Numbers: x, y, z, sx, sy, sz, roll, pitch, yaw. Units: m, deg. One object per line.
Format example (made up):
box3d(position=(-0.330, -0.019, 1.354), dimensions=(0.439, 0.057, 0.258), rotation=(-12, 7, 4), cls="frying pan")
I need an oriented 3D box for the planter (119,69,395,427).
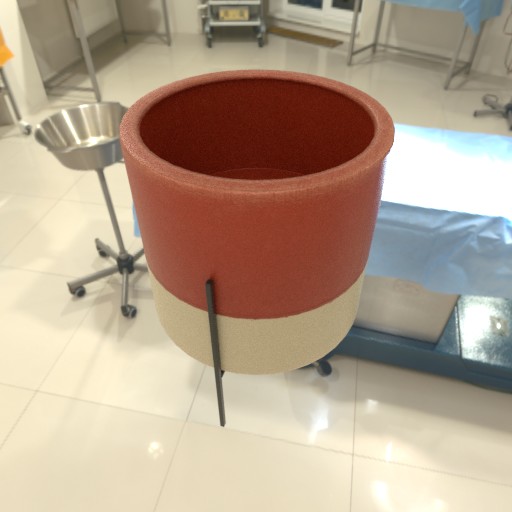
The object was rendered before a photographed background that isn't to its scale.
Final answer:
box3d(position=(0.000, 0.000, 0.710), dimensions=(0.345, 0.465, 0.354), rotation=(13, 43, 14), cls="planter")
